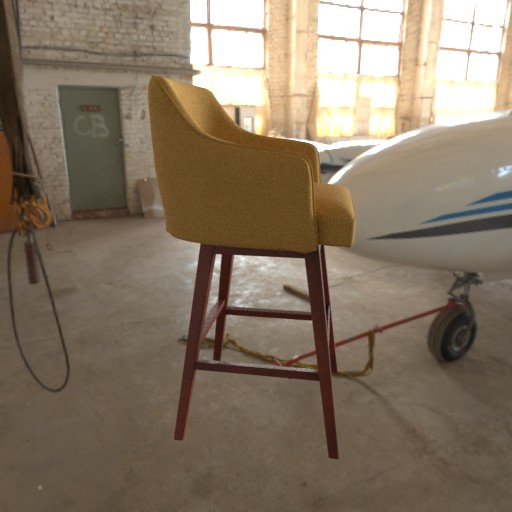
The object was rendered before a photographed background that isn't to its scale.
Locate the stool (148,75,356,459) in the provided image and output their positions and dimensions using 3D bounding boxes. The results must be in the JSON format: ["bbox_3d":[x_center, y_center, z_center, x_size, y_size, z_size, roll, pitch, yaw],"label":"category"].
[{"bbox_3d":[0.000,0.000,1.348,0.558,1.012,0.548,3,17,9],"label":"stool"}]
